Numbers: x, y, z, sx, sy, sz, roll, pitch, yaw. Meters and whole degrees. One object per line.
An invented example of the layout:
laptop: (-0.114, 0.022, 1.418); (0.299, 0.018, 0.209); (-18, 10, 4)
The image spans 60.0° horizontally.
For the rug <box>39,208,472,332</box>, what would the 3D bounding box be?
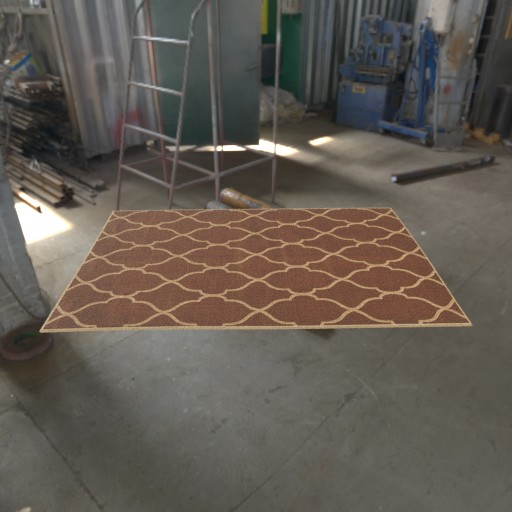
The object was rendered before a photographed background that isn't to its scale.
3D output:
rug: (0.000, 0.000, 2.982); (2.290, 0.014, 1.526); (-1, 30, -1)
